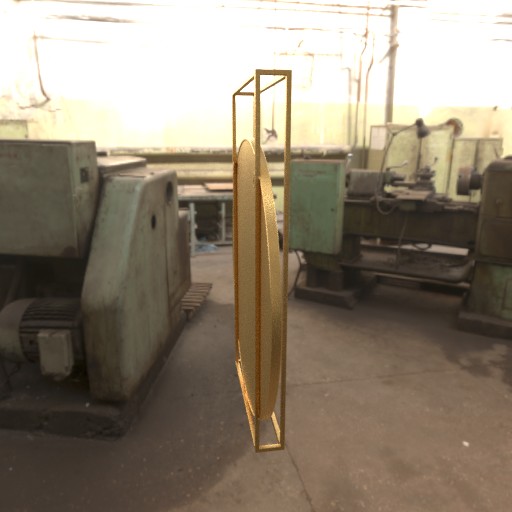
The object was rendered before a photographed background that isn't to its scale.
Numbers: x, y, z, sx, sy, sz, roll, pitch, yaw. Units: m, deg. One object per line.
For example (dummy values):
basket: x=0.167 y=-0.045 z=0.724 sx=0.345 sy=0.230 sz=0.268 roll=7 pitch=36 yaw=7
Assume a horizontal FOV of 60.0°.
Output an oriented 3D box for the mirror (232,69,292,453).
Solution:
mirror: x=0.000 y=0.000 z=0.824 sx=0.051 sy=0.603 sz=0.508 roll=-2 pitch=15 yaw=-8
